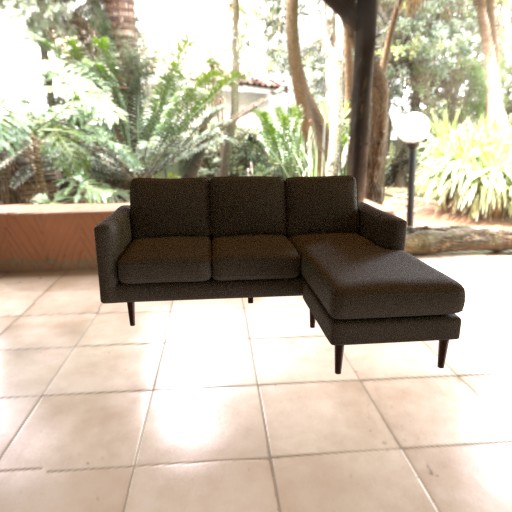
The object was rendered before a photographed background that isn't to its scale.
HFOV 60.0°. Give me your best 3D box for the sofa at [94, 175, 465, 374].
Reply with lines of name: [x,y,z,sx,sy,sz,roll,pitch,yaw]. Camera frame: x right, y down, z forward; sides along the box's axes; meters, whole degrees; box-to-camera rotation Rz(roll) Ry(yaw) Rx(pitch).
sofa: [0.000,0.000,2.981,2.055,0.957,1.667,-2,15,-6]
